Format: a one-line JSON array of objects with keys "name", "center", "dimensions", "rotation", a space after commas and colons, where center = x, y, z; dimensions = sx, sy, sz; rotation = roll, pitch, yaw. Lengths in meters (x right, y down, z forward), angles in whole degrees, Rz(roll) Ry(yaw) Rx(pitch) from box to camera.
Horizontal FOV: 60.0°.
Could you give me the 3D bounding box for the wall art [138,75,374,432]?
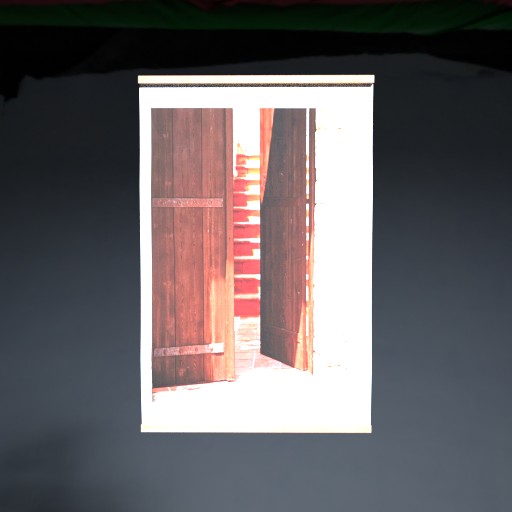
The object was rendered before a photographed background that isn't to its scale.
[{"name": "wall art", "center": [0.000, 0.000, 0.638], "dimensions": [0.332, 0.508, 0.012], "rotation": [0, 2, 0]}]
